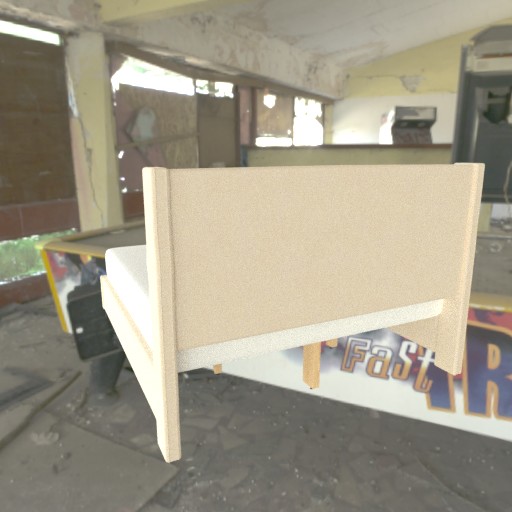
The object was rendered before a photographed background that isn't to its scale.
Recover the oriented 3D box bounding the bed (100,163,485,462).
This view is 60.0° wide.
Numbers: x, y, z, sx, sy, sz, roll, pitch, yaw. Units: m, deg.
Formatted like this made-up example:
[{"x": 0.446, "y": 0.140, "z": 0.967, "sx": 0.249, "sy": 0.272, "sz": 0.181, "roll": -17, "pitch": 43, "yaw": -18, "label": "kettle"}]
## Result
[{"x": 0.000, "y": 0.000, "z": 3.531, "sx": 2.145, "sy": 1.471, "sz": 2.293, "roll": -6, "pitch": 15, "yaw": -25, "label": "bed"}]
